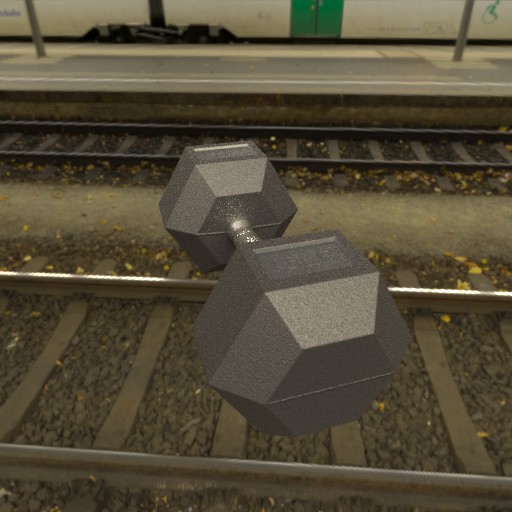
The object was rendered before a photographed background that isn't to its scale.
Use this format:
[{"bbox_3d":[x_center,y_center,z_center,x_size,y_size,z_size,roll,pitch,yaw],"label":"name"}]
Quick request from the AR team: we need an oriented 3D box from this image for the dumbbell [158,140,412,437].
[{"bbox_3d":[0.000,0.000,0.339,0.122,0.106,0.271,-9,33,-14],"label":"dumbbell"}]
